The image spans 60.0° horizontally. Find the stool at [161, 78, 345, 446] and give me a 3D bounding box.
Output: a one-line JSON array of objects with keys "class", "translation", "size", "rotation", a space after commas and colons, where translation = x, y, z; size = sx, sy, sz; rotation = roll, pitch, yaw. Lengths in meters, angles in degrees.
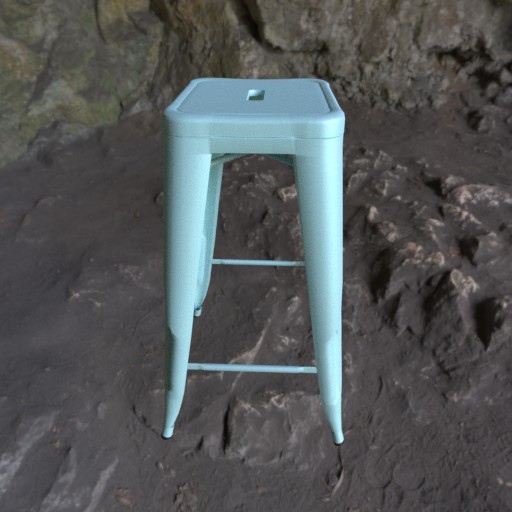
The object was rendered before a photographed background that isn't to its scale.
[{"class": "stool", "translation": [0.000, 0.000, 0.866], "size": [0.359, 0.609, 0.399], "rotation": [1, 31, 2]}]
